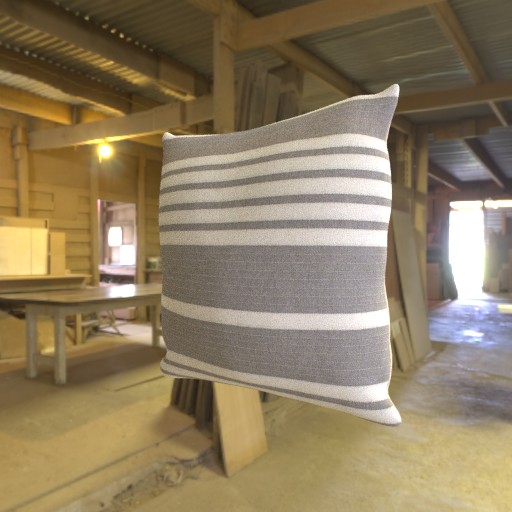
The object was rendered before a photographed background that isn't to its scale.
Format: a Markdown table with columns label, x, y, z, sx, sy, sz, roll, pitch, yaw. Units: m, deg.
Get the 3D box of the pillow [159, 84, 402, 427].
| label | x | y | z | sx | sy | sz | roll | pitch | yaw |
| --- | --- | --- | --- | --- | --- | --- | --- | --- | --- |
| pillow | 0.000 | 0.000 | 0.675 | 0.439 | 0.440 | 0.182 | 0 | 0 | 37 |
